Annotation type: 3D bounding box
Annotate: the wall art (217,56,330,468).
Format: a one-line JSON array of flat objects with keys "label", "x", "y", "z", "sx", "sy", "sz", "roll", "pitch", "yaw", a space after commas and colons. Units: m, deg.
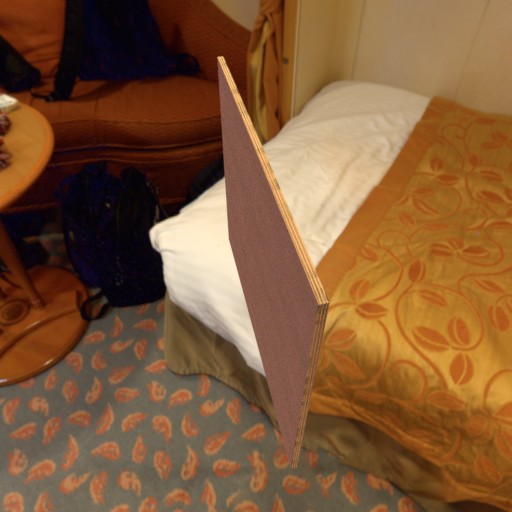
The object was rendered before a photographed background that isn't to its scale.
[{"label": "wall art", "x": 0.000, "y": 0.000, "z": 0.690, "sx": 0.010, "sy": 0.408, "sz": 0.508, "roll": -10, "pitch": 47, "yaw": -9}]
